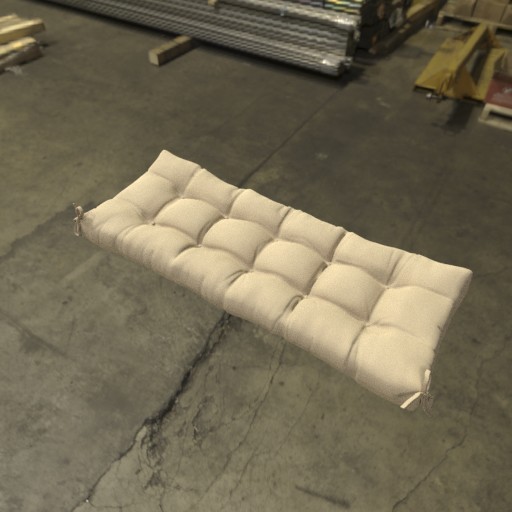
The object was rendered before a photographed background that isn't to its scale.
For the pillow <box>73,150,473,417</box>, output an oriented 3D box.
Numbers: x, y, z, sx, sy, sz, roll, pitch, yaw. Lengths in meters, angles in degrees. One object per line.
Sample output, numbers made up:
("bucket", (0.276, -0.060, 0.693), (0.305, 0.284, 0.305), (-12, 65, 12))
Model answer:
("pillow", (0.000, 0.000, 1.322), (1.194, 0.174, 0.511), (25, 52, 21))
